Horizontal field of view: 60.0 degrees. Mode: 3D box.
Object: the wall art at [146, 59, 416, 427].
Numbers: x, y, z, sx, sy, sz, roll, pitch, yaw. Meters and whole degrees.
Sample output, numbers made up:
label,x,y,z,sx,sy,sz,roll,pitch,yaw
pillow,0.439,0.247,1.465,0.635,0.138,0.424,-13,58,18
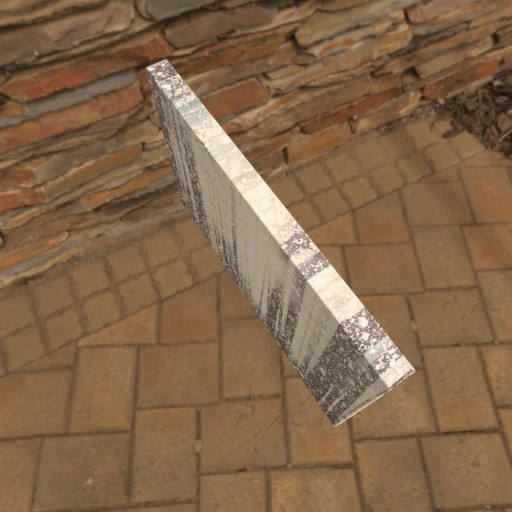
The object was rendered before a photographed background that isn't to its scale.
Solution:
label,x,y,z,sx,sy,sz,roll,pitch,yaw
wall art,0.000,0.000,0.798,0.042,0.398,0.618,-30,67,-14
